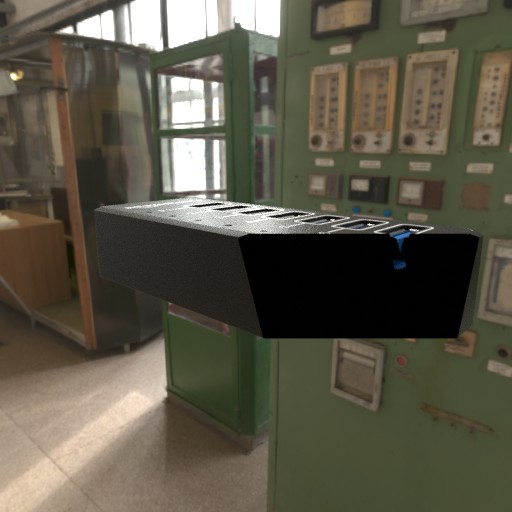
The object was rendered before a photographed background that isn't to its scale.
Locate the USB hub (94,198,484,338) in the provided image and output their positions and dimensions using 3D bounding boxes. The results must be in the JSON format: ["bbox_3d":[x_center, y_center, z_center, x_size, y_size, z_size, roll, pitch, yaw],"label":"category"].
[{"bbox_3d":[0.000,0.000,0.128,0.110,0.023,0.044,12,18,41],"label":"USB hub"}]
